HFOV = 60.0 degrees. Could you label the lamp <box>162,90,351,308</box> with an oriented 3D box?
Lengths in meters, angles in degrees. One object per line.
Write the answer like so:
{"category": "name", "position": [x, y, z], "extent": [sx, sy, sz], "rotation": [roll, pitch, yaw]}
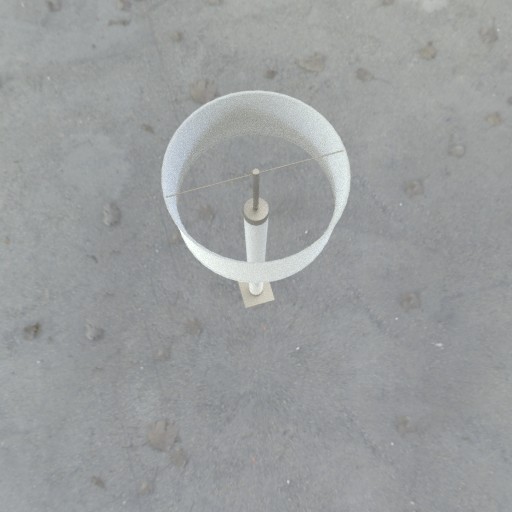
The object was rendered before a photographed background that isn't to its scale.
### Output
{"category": "lamp", "position": [0.000, 0.000, 1.684], "extent": [0.420, 1.475, 0.420], "rotation": [-15, 76, -4]}
